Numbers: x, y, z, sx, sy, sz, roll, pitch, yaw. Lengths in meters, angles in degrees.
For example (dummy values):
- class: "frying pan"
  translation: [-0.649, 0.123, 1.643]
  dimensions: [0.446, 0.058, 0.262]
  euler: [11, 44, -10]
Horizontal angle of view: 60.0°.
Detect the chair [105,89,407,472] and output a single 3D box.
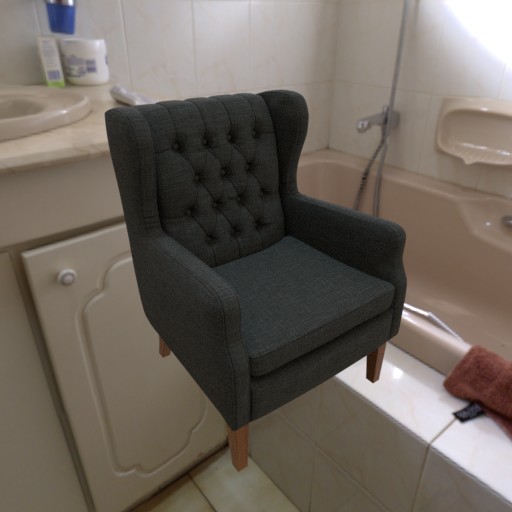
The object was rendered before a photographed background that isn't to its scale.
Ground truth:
- class: "chair"
  translation: [0.000, 0.000, 1.481]
  dimensions: [0.711, 0.953, 0.775]
  euler: [-19, 34, -32]
